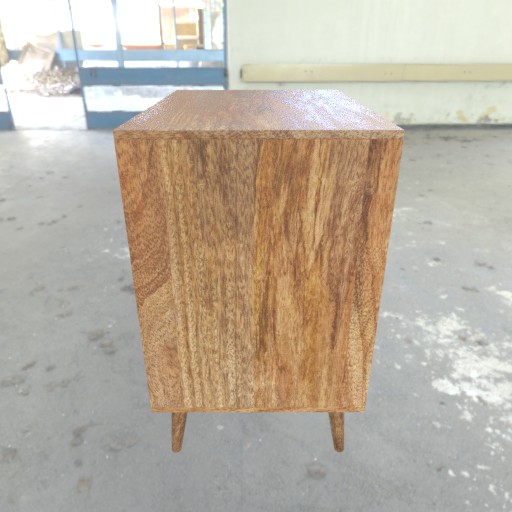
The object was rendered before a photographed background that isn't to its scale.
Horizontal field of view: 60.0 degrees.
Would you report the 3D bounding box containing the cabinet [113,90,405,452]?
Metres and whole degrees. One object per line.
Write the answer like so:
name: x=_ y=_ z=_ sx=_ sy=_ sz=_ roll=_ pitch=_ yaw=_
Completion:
cabinet: x=0.000 y=0.000 z=1.160 sx=0.473 sy=0.758 sz=0.647 roll=0 pitch=26 yaw=0
